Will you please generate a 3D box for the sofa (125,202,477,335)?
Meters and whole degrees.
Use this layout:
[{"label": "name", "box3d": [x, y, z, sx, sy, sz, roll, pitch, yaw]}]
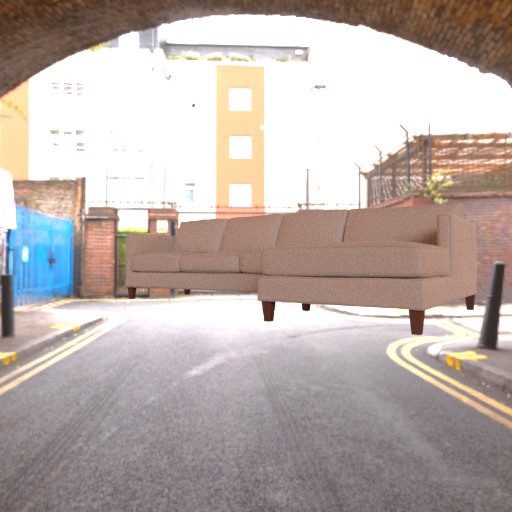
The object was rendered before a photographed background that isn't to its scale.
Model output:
[{"label": "sofa", "box3d": [0.000, 0.000, 3.782, 3.186, 0.861, 1.625, -1, -1, 35]}]
